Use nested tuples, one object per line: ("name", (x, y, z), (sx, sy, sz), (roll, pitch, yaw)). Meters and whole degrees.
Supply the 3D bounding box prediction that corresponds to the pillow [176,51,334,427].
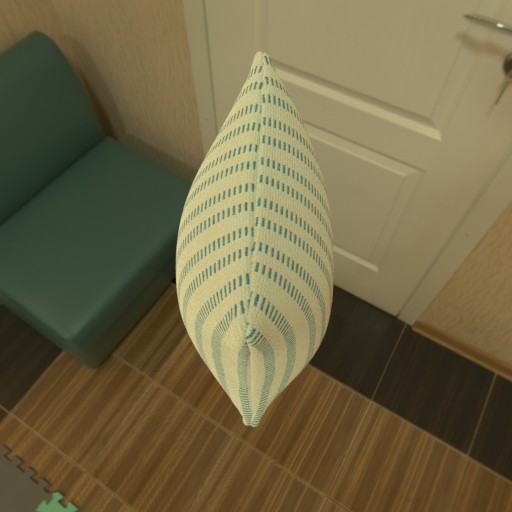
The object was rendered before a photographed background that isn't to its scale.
("pillow", (0.000, 0.000, 0.695), (0.247, 0.419, 0.438), (2, 59, 1))
